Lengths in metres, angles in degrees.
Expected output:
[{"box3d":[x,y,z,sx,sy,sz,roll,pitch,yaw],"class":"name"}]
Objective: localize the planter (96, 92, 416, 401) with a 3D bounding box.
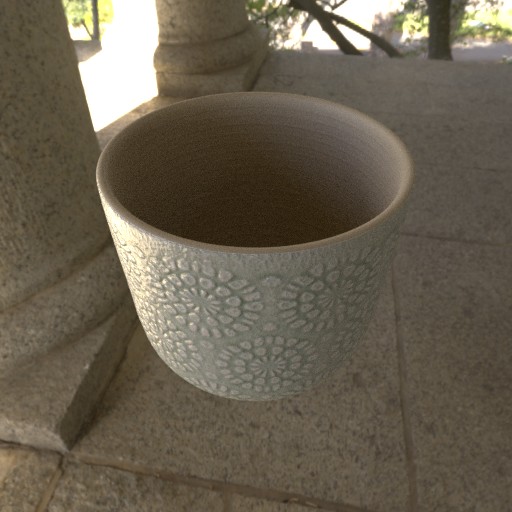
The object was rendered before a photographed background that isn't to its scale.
[{"box3d":[0.000,0.000,0.292,0.169,0.153,0.169,0,42,0],"class":"planter"}]
